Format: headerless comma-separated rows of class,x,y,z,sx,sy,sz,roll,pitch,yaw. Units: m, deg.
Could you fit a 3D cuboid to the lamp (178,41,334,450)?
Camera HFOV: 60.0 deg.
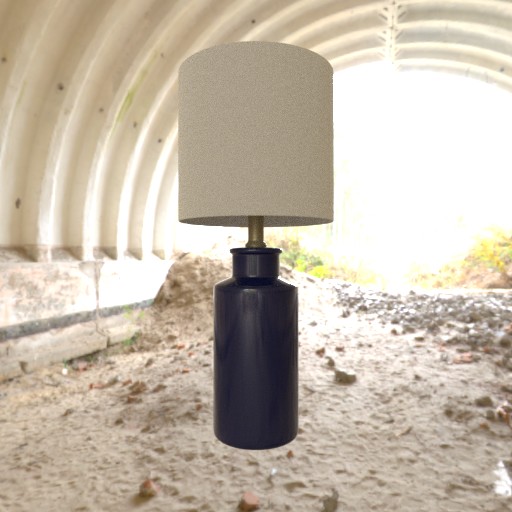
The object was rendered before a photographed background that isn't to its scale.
lamp,0.000,0.000,0.613,0.212,0.493,0.212,0,0,-18
